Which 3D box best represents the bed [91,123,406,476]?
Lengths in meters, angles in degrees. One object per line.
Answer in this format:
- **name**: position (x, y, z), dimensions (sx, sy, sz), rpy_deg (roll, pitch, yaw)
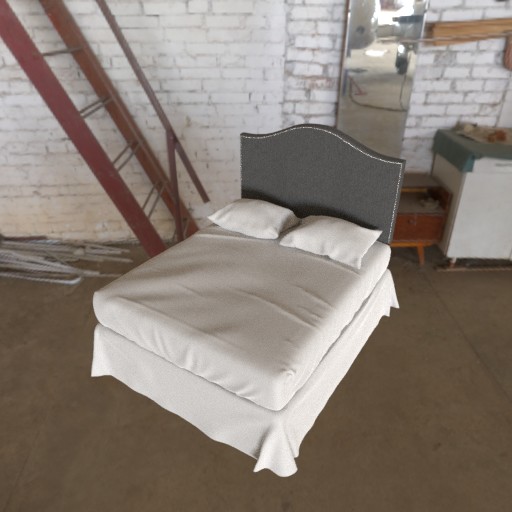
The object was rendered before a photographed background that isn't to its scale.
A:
- **bed**: position (0.000, 0.000, 3.487), dimensions (1.876, 1.645, 2.221), rpy_deg (18, 35, 28)
